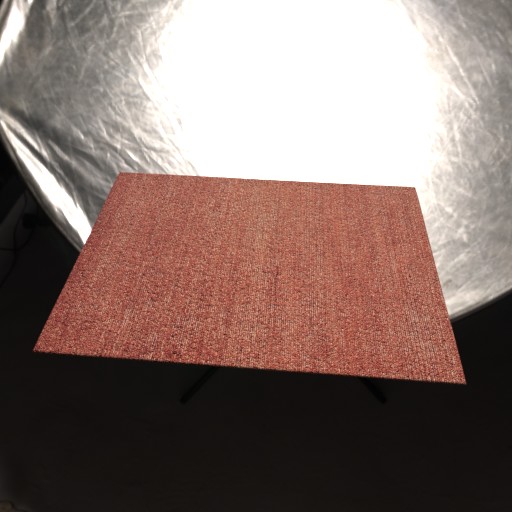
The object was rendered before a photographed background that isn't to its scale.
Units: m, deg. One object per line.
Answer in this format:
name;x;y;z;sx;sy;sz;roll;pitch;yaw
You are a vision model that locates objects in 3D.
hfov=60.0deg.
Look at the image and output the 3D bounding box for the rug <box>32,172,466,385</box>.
rug;0.000;0.000;4.974;3.965;0.025;2.803;3;47;3
